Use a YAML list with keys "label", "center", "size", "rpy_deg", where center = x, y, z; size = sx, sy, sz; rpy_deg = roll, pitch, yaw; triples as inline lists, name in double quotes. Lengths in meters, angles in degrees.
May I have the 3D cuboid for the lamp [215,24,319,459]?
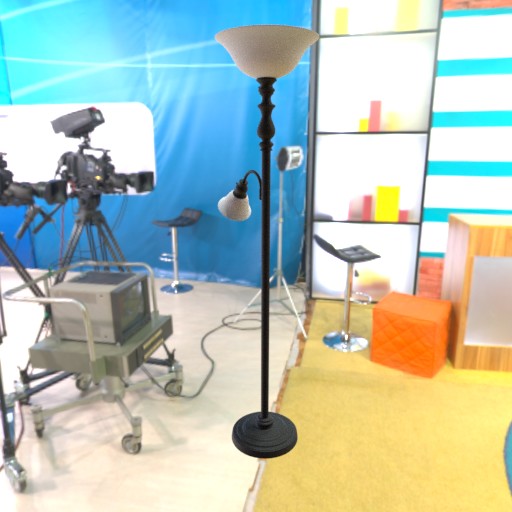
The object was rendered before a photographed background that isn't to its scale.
- label: "lamp"
  center: [0.000, 0.000, 2.026]
  size: [0.405, 1.793, 0.588]
  rpy_deg: [-7, 16, -26]
